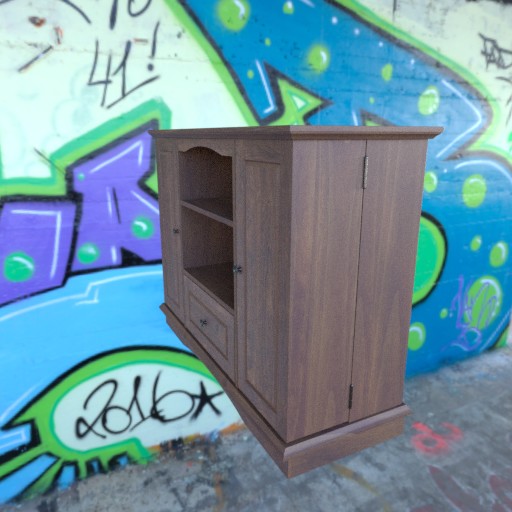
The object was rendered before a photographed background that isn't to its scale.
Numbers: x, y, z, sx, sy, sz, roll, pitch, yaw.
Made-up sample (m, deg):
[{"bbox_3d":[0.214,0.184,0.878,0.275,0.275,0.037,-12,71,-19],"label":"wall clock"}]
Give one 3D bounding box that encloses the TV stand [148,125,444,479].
[{"bbox_3d":[0.000,0.000,1.474,0.406,0.813,1.067,-8,17,-26],"label":"TV stand"}]
